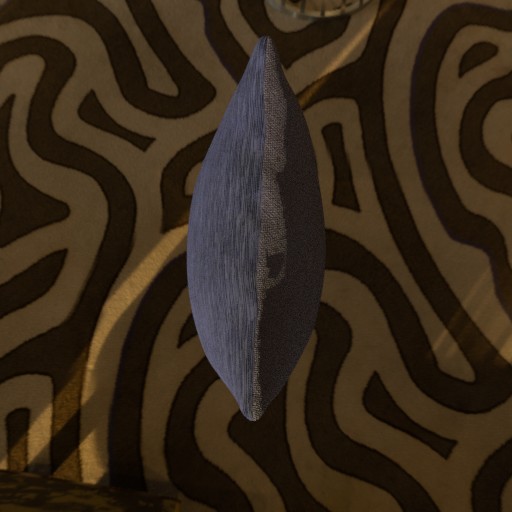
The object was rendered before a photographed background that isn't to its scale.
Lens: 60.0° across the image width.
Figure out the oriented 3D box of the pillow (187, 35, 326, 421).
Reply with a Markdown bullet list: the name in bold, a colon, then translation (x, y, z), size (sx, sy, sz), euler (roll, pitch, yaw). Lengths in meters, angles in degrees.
- **pillow**: translation (0.000, 0.000, 0.699), size (0.204, 0.439, 0.452), euler (2, 77, 1)
